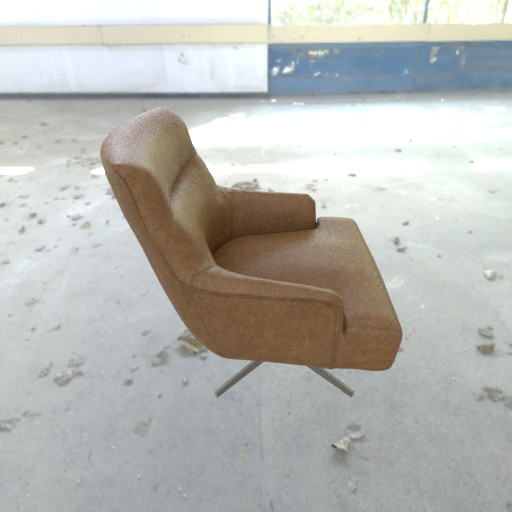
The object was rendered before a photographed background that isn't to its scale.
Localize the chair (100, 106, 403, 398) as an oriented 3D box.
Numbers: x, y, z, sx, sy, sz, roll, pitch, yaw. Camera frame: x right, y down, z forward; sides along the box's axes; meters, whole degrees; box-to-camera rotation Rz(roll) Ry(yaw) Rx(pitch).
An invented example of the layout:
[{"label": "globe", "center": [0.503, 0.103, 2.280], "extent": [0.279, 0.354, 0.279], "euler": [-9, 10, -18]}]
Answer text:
[{"label": "chair", "center": [0.000, 0.000, 1.525], "extent": [0.874, 0.869, 0.729], "euler": [0, 31, 0]}]
